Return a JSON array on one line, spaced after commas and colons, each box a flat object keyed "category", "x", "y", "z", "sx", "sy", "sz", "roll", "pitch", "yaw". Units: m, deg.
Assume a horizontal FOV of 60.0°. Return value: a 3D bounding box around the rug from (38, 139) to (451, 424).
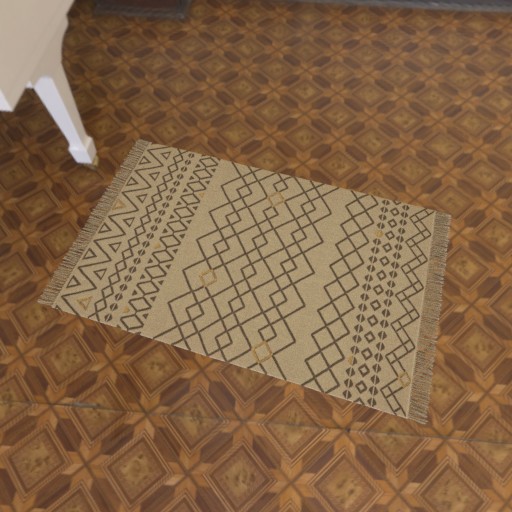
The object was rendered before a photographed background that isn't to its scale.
[{"category": "rug", "x": 0.000, "y": 0.000, "z": 2.990, "sx": 2.472, "sy": 0.035, "sz": 1.495, "roll": 15, "pitch": 61, "yaw": 9}]
